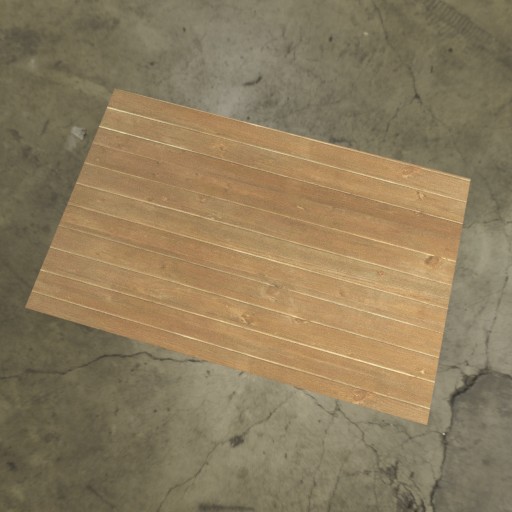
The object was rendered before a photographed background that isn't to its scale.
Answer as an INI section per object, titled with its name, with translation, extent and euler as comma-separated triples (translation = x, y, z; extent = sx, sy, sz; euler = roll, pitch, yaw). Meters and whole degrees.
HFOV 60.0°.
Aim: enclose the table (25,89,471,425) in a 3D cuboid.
[table]
translation = 0.000, 0.000, 1.669
extent = 1.299, 0.413, 0.827
euler = 15, 76, 4
